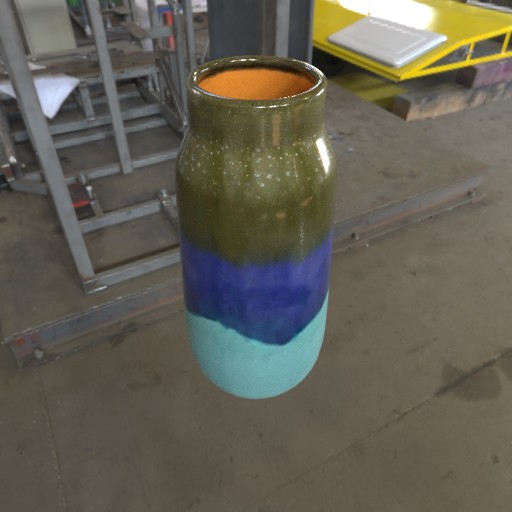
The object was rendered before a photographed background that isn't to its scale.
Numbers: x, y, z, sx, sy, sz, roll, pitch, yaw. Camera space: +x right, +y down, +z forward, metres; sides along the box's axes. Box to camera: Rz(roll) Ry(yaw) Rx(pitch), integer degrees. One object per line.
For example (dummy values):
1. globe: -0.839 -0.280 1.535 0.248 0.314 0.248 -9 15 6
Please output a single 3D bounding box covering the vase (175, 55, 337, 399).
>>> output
1. vase: 0.000 0.000 0.392 0.139 0.313 0.139 0 41 0
